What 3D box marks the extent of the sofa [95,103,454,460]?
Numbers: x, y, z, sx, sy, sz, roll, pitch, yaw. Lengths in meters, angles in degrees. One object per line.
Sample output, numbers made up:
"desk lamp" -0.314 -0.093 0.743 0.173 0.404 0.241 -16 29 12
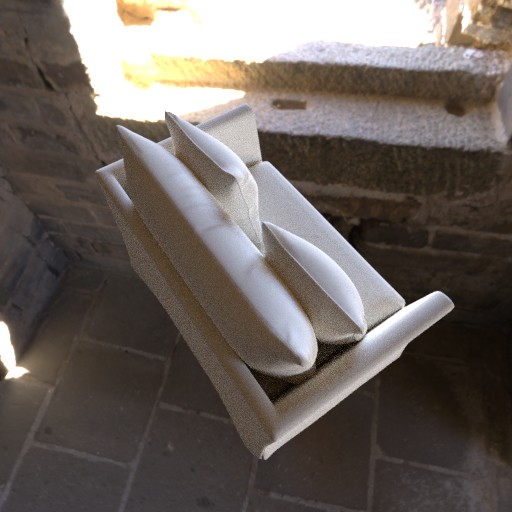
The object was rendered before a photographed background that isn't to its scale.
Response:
"sofa" 0.000 0.000 2.276 1.026 1.039 1.608 -30 62 -18
